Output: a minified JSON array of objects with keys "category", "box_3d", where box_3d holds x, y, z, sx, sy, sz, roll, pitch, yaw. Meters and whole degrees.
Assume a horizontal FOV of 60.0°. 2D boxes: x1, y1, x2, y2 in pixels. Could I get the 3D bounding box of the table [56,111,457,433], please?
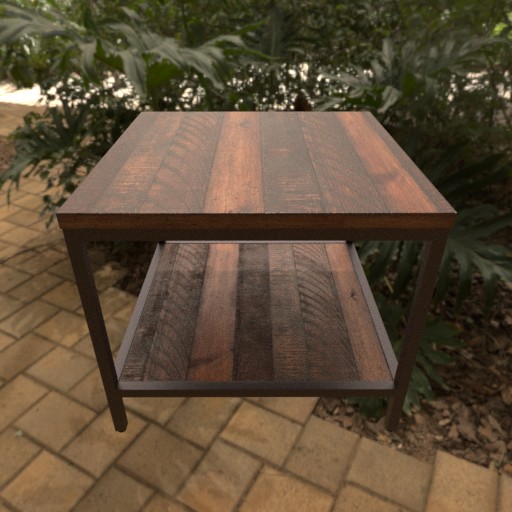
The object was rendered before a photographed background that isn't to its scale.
[{"category":"table","box_3d":[0.000,0.000,0.969,0.553,0.482,0.548,0,32,0]}]
